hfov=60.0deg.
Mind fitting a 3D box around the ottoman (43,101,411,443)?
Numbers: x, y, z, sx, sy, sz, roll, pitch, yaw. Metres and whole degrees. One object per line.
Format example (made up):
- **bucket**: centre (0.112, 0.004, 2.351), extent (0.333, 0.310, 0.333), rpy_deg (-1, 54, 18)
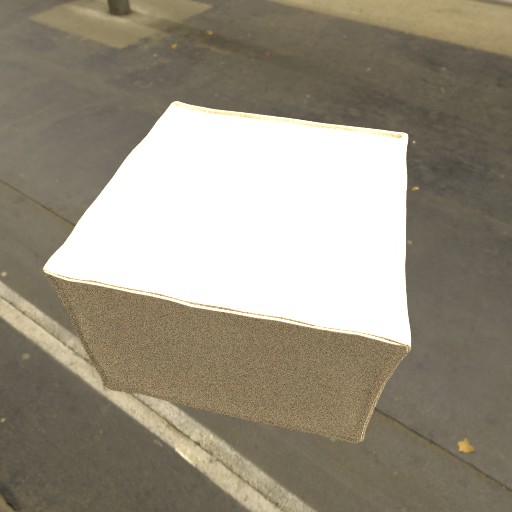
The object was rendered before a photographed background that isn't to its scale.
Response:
- **ottoman**: centre (0.000, 0.000, 1.148), extent (0.696, 0.470, 0.707), rpy_deg (10, 48, 9)
